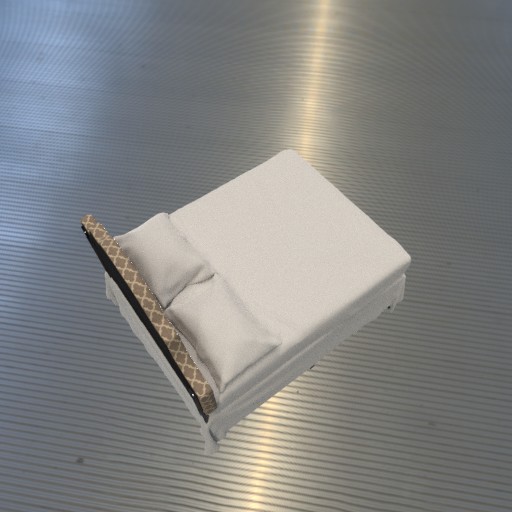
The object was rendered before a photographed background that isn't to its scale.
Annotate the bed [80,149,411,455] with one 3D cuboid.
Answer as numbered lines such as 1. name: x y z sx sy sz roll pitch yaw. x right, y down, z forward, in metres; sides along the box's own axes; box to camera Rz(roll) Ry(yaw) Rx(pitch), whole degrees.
1. bed: 0.000 0.000 3.490 2.222 1.633 1.780 -32 63 -19
